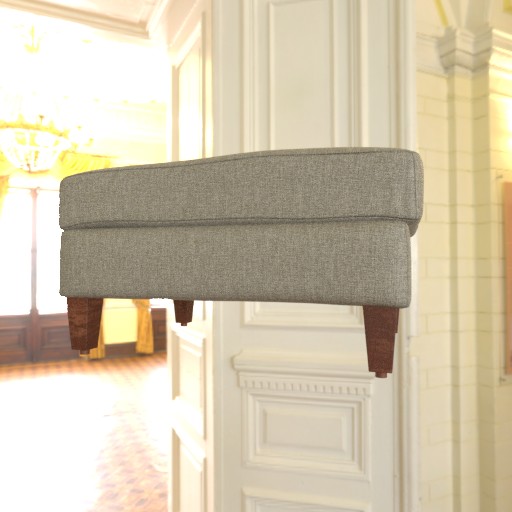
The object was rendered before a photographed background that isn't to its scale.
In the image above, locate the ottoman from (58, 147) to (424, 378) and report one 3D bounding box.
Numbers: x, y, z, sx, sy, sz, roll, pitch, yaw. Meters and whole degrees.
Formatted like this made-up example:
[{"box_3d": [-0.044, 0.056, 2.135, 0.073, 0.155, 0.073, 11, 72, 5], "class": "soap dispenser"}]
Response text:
[{"box_3d": [0.000, 0.000, 1.248, 0.873, 0.494, 0.639, 0, -1, 18], "class": "ottoman"}]
